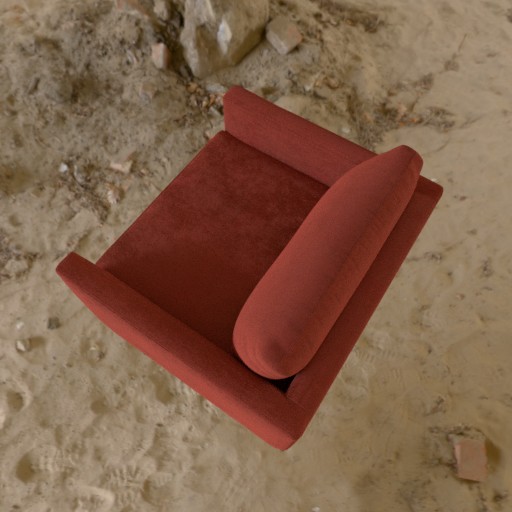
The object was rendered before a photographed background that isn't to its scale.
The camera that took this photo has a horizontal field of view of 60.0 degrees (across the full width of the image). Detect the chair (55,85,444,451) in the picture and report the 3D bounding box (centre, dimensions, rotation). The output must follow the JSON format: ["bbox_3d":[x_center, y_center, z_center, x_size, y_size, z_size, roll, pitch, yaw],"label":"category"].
[{"bbox_3d":[0.000,0.000,1.570,0.875,0.812,0.964,31,67,15],"label":"chair"}]
